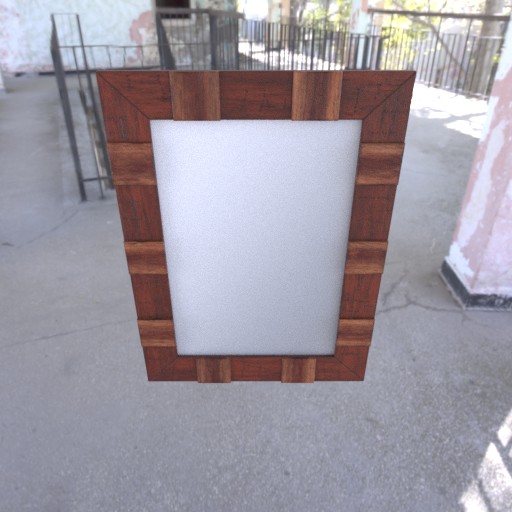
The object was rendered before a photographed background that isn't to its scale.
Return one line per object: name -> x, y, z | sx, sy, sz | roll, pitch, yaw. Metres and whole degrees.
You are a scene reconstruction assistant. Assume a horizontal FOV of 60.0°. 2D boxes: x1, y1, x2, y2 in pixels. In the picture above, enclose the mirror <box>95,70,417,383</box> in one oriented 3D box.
mirror -> 0.000, 0.000, 1.034 | 0.600, 0.805, 0.021 | 0, 30, 0
